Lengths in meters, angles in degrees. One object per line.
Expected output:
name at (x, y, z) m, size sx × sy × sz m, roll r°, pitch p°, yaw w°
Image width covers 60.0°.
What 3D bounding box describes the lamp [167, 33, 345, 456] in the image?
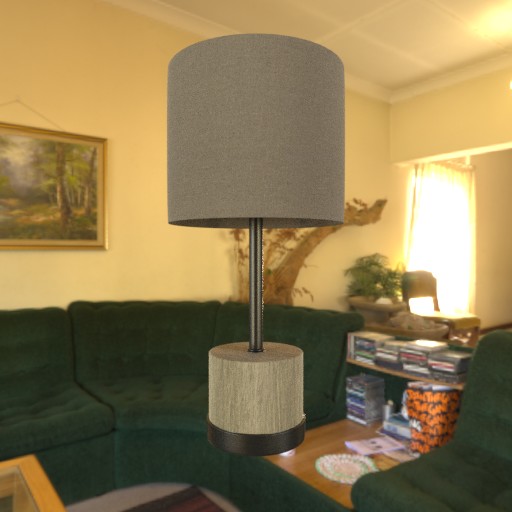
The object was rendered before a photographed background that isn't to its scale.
lamp at (0.000, 0.000, 0.581) m, size 0.229 × 0.470 × 0.229 m, roll 0°, pitch 1°, yaw 35°
